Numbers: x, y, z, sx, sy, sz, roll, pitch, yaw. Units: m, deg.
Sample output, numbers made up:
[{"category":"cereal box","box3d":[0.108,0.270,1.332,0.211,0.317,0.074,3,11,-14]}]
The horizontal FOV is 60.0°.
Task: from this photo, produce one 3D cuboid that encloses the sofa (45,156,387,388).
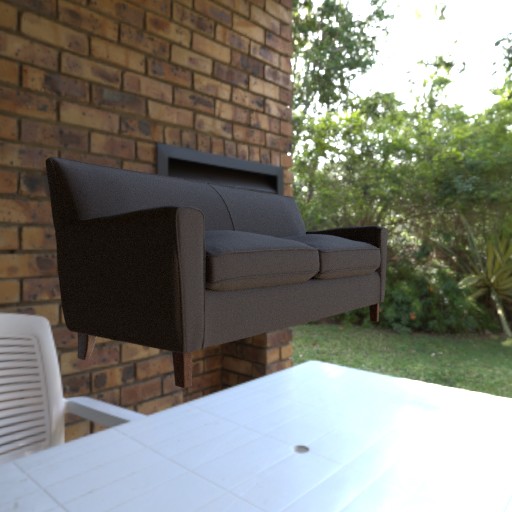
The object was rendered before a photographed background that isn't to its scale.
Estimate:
[{"category":"sofa","box3d":[0.000,0.000,2.506,0.843,0.907,2.002,1,1,37]}]
